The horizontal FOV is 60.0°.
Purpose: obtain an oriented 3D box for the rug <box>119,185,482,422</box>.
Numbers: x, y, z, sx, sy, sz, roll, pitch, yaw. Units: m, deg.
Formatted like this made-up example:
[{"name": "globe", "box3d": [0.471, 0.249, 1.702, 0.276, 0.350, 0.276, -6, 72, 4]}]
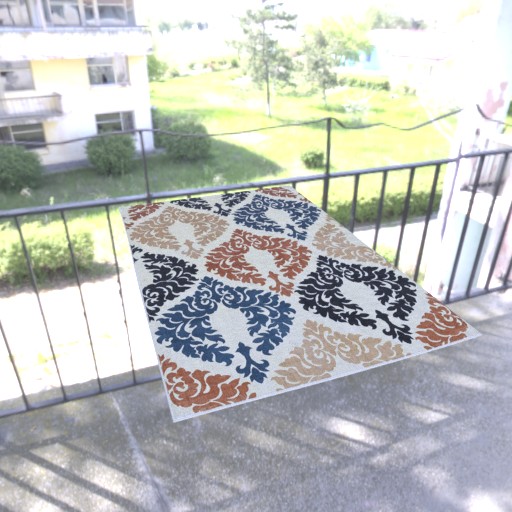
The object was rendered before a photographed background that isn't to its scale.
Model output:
[{"name": "rug", "box3d": [0.000, 0.000, 2.852, 1.514, 0.014, 2.275, -10, 30, -18]}]
